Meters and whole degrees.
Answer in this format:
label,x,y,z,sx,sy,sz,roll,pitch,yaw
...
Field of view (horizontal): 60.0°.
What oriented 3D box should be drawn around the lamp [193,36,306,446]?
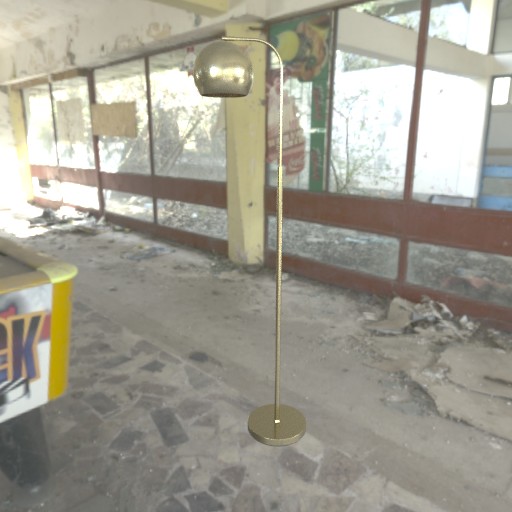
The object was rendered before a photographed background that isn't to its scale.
label,x,y,z,sx,sy,sz,roll,pitch,yaw
lamp,0.000,0.000,1.690,0.431,1.526,0.250,-3,15,-10
